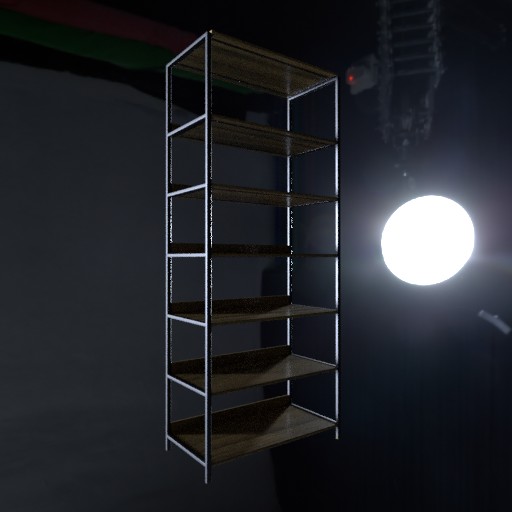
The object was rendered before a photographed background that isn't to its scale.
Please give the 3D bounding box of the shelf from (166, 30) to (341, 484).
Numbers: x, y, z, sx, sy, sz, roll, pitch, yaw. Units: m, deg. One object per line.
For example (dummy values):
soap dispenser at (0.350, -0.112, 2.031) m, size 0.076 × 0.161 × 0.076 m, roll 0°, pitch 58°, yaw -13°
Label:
shelf at (0.000, 0.000, 2.381) m, size 0.847 × 2.015 × 0.431 m, roll 0°, pitch 0°, yaw -36°
